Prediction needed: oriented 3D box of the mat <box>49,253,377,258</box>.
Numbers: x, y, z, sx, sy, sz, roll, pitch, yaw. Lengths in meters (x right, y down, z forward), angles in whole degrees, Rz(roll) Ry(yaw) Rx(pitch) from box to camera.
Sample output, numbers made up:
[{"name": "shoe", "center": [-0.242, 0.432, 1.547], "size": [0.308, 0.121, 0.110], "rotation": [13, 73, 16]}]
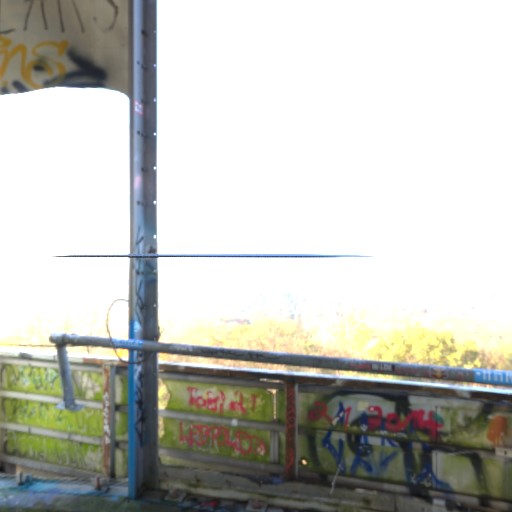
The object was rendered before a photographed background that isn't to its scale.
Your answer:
[{"name": "mat", "center": [0.000, 0.000, 1.908], "size": [0.918, 0.013, 1.524], "rotation": [0, 0, 20]}]
